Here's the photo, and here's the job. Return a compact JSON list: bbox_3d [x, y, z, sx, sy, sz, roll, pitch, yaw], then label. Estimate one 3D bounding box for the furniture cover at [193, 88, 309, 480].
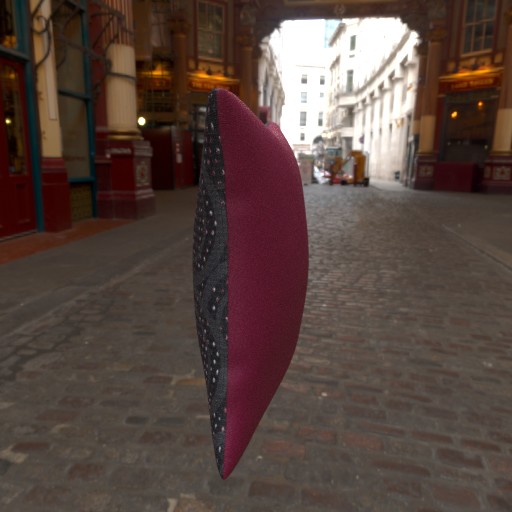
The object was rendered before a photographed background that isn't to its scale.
[{"bbox_3d":[0.000,0.000,0.812,0.193,0.509,0.552,2,13,9],"label":"furniture cover"}]
